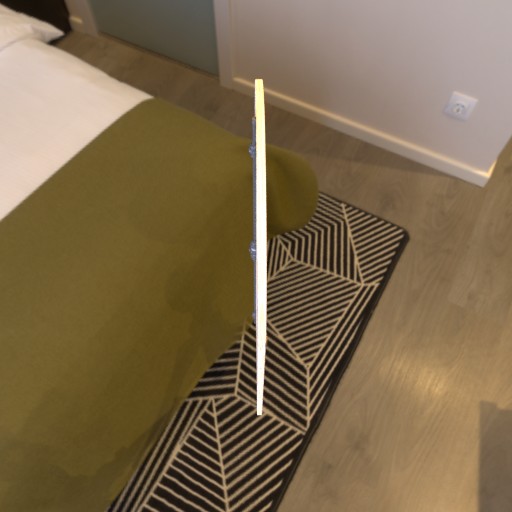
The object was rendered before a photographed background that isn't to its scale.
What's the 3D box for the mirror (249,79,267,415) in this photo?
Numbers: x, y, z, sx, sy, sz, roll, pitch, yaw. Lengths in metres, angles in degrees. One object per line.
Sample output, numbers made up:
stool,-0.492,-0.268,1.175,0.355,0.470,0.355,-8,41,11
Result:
mirror,0.000,0.000,1.139,0.032,0.915,0.609,-1,60,0
